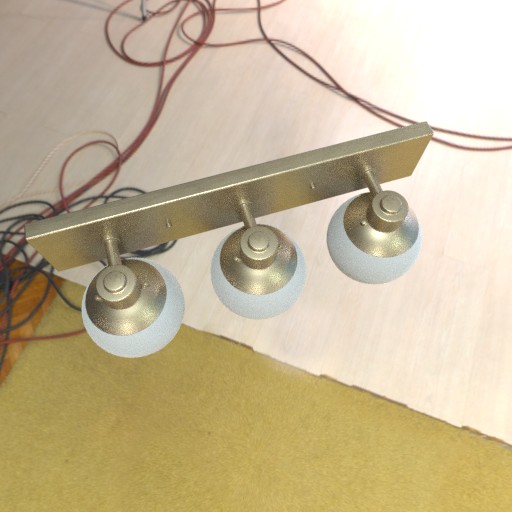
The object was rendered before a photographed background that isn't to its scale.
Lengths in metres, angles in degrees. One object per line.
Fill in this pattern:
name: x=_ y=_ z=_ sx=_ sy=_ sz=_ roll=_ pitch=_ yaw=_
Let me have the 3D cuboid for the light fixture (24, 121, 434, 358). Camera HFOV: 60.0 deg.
light fixture: x=0.000 y=0.000 z=0.837 sx=0.721 sy=0.263 sz=0.218 roll=-16 pitch=66 yaw=-7
